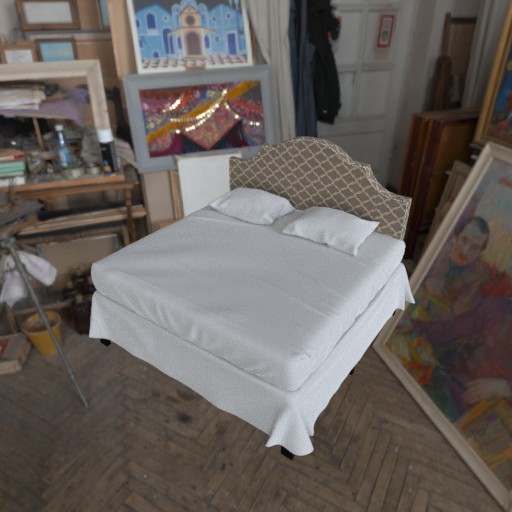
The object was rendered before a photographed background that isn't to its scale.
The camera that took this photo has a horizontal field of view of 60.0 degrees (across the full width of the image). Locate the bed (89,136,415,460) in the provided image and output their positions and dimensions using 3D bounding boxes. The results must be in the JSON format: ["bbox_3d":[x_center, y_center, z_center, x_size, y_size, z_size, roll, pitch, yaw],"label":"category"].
[{"bbox_3d":[0.000,0.000,3.827,2.314,1.601,2.222,20,36,30],"label":"bed"}]
